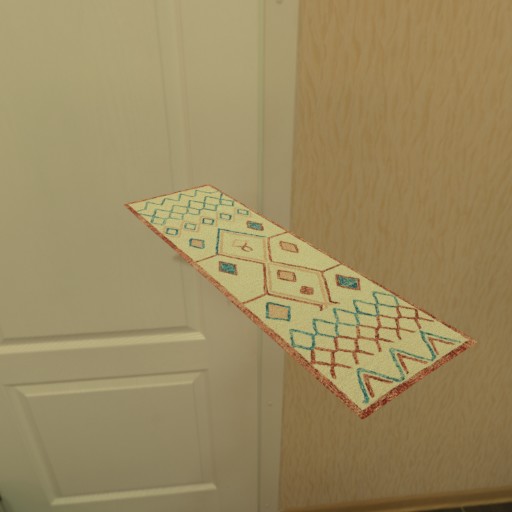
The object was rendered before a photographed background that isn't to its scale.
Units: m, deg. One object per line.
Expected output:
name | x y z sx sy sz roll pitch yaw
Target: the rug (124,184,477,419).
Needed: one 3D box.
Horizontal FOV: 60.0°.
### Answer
rug | 0.000 0.000 2.689 0.750 0.011 2.435 -19 35 -30
